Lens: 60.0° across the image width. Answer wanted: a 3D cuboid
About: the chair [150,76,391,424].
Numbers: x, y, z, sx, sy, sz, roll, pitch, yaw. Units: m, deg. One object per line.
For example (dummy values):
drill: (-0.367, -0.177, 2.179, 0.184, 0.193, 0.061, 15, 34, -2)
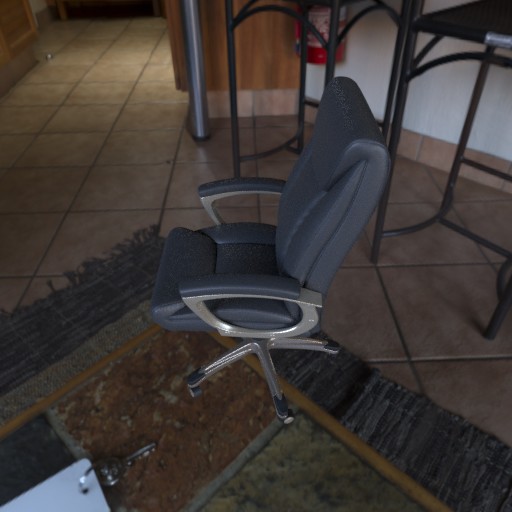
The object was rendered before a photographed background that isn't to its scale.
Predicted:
chair: (0.000, 0.000, 1.651, 0.748, 1.188, 0.694, 0, 40, 0)
